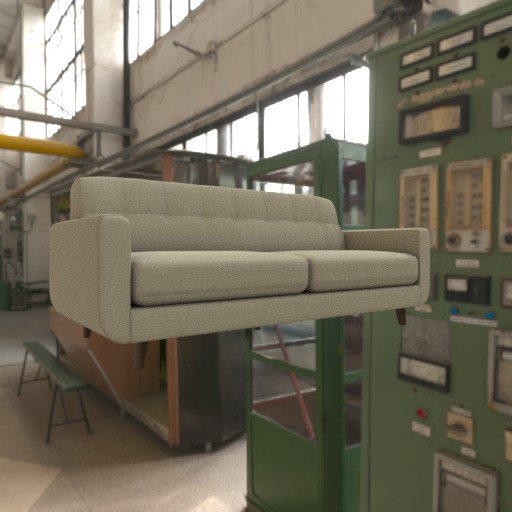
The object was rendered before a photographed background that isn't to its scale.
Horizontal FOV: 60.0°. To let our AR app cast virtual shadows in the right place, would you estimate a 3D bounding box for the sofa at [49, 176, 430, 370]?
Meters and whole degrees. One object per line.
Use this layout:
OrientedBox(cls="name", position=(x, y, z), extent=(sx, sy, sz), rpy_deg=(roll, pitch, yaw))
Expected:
OrientedBox(cls="sofa", position=(0.000, 0.000, 2.665), extent=(2.137, 0.892, 0.980), rpy_deg=(-1, 1, -36))
